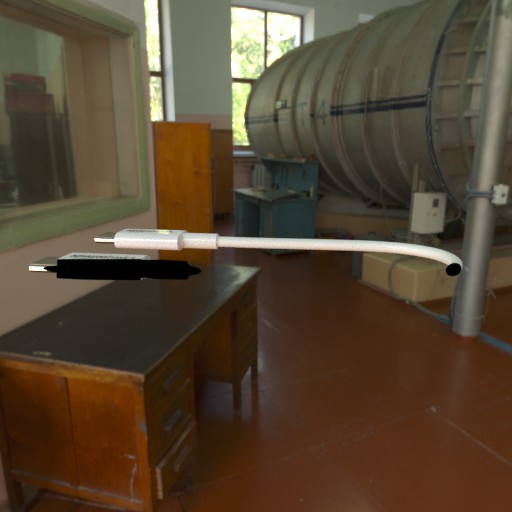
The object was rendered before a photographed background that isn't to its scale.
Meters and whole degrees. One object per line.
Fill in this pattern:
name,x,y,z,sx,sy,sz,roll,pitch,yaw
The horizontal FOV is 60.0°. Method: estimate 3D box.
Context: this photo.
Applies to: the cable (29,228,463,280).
cable,0.000,0.000,0.112,0.098,0.005,0.041,2,15,8
